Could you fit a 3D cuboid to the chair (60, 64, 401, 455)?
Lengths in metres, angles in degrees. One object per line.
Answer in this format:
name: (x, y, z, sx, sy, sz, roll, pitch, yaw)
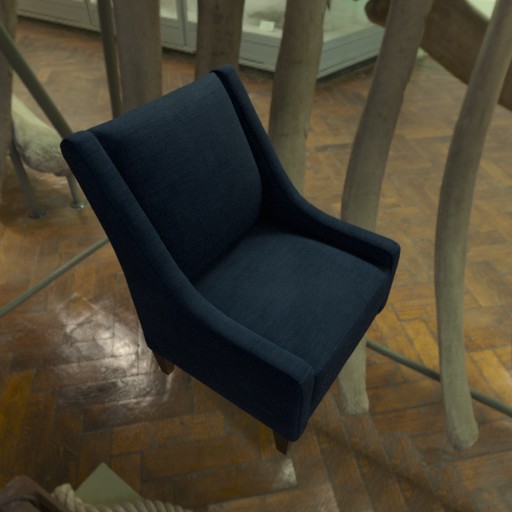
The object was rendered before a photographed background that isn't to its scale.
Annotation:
chair: (0.000, 0.000, 1.618, 0.870, 1.014, 0.774, 25, 48, 25)
